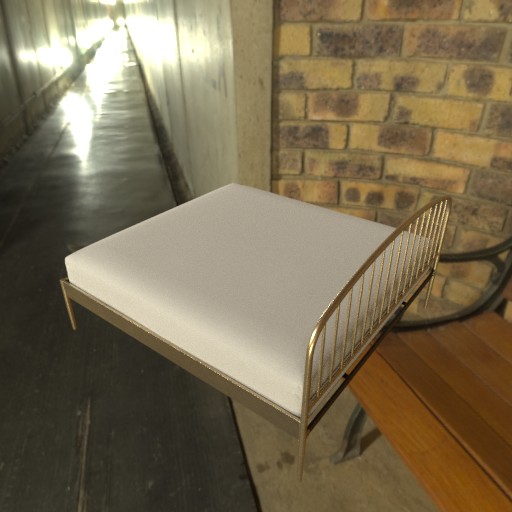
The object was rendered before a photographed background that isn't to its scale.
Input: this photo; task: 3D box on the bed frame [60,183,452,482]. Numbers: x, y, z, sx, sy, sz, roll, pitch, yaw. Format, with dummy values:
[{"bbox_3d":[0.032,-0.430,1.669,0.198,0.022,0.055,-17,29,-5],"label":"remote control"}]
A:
[{"bbox_3d":[0.000,0.000,3.362,2.152,1.174,2.016,21,36,32],"label":"bed frame"}]
